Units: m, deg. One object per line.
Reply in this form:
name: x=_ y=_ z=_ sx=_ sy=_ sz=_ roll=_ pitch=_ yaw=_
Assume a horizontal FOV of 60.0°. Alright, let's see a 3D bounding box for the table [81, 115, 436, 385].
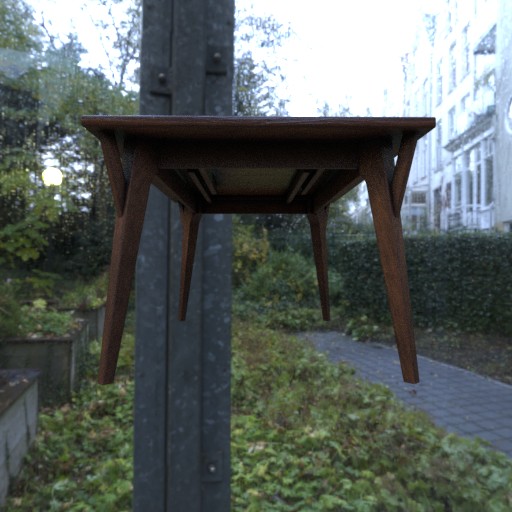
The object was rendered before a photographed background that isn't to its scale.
table: x=0.000 y=0.000 z=1.991 sx=0.990 sy=0.761 sz=1.524 roll=0 pitch=-1 yaw=-1
